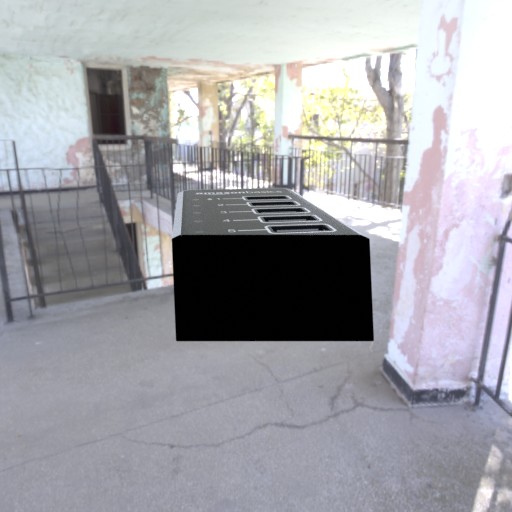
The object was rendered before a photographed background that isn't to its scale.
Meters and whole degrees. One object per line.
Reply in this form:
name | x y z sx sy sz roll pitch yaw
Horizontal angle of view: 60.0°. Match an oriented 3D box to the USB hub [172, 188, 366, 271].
USB hub | 0.000 0.000 0.124 0.044 0.023 0.110 -2 17 -8
